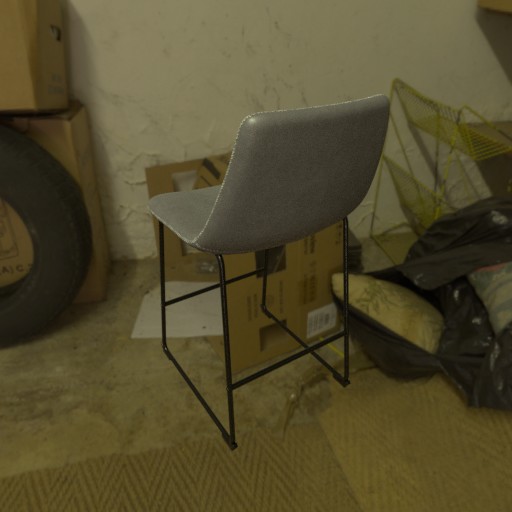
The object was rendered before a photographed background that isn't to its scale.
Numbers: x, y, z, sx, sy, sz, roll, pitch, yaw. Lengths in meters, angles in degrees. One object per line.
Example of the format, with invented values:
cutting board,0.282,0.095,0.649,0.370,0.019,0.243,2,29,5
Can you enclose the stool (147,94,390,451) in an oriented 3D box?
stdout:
stool,0.000,0.000,1.193,0.470,0.876,0.546,-18,35,-28
